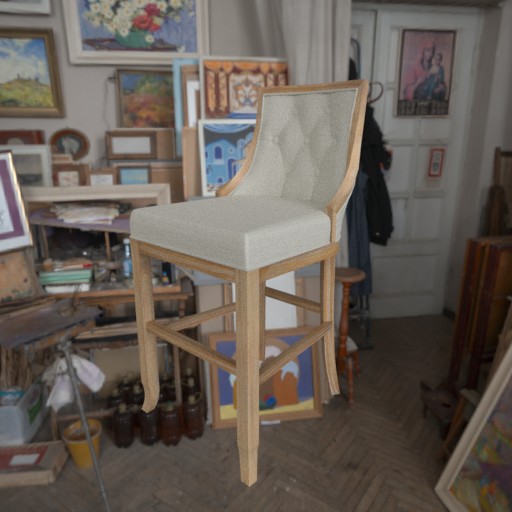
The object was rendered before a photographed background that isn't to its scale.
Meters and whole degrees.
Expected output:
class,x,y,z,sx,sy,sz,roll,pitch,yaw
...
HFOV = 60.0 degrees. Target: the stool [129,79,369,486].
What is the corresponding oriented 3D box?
class,x,y,z,sx,sy,sz,roll,pitch,yaw
stool,0.000,0.000,1.466,0.524,1.101,0.626,14,21,40
